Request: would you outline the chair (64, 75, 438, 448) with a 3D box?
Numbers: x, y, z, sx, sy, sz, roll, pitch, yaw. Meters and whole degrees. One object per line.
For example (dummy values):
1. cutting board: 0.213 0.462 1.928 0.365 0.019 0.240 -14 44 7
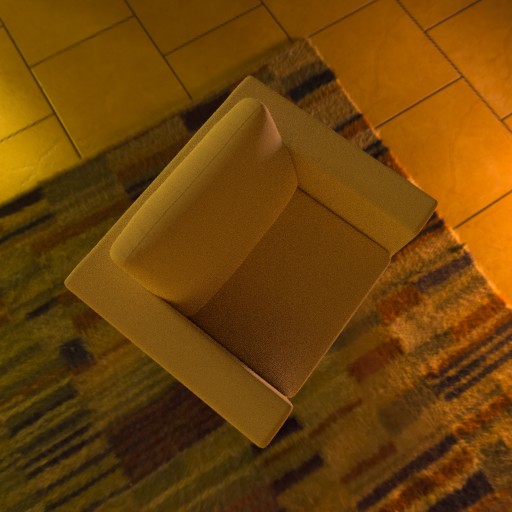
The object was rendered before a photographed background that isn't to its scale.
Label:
1. chair: 0.000 0.000 1.849 0.957 0.878 1.150 37 79 9
